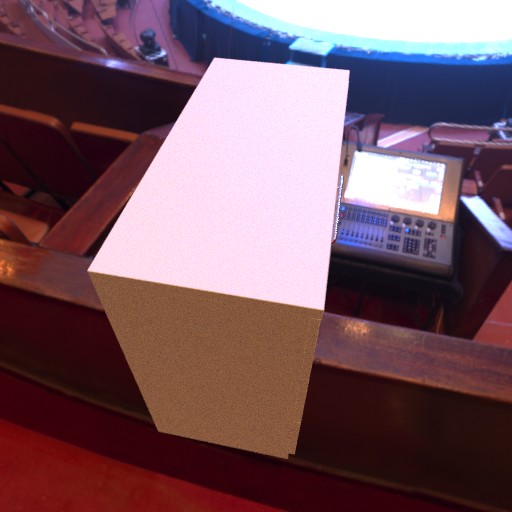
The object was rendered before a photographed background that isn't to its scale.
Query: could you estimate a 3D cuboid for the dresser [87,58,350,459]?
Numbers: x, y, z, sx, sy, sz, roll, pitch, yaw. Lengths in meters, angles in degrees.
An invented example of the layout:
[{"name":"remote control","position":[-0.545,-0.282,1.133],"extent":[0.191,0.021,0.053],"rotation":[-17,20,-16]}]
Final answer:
[{"name":"dresser","position":[0.000,0.000,1.276],"extent":[0.420,0.740,0.830],"rotation":[9,49,8]}]
